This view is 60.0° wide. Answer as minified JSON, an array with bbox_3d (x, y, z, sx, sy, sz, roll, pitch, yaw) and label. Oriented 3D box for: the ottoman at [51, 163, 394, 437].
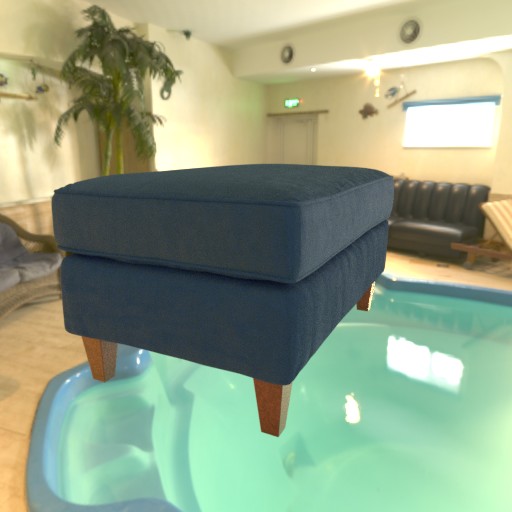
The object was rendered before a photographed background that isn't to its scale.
[{"bbox_3d":[0.000,0.000,1.216,0.583,0.484,0.862,7,16,26],"label":"ottoman"}]
